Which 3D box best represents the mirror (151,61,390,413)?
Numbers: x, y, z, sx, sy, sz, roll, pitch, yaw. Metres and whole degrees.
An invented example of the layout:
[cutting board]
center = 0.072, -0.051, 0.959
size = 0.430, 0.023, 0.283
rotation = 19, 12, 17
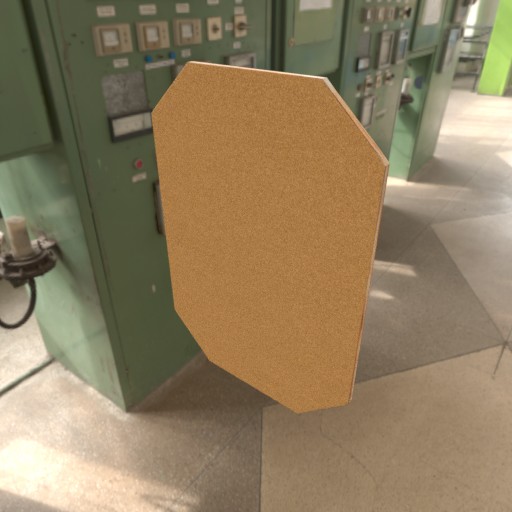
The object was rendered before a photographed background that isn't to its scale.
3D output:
[mirror]
center = 0.000, 0.000, 1.285
size = 0.709, 1.015, 0.061
rotation = 22, 38, 32
